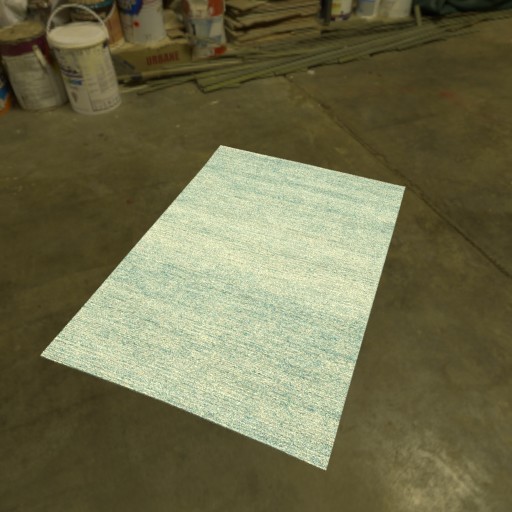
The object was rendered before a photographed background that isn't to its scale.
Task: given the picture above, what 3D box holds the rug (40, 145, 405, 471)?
[{"bbox_3d":[0.000,0.000,2.951,1.613,0.030,2.306,16,48,15],"label":"rug"}]
